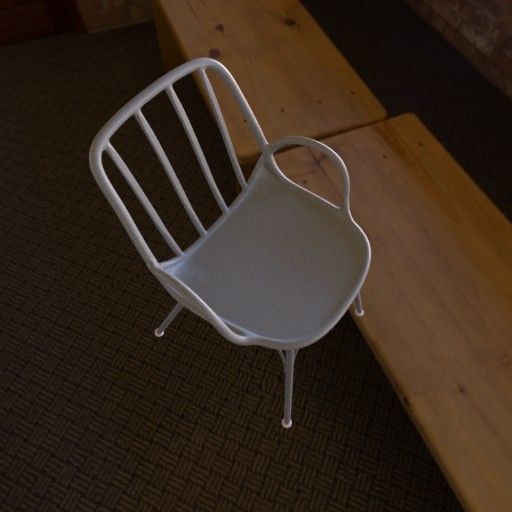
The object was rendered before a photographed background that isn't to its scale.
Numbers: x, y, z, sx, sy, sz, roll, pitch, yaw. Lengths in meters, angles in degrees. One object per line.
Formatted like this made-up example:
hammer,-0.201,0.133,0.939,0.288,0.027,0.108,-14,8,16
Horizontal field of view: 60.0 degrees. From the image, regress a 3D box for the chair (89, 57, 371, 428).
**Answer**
chair,0.000,0.000,1.208,0.597,0.816,0.549,32,63,18
